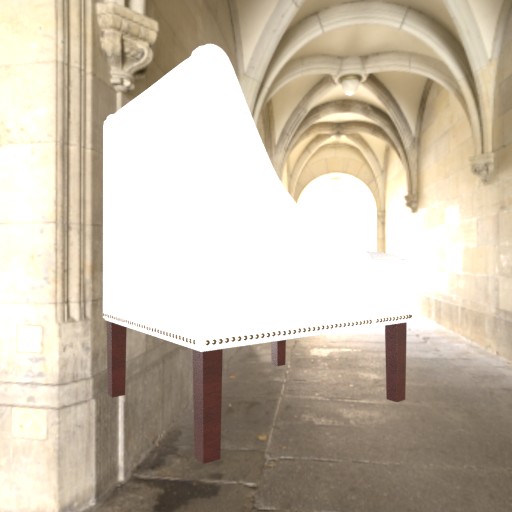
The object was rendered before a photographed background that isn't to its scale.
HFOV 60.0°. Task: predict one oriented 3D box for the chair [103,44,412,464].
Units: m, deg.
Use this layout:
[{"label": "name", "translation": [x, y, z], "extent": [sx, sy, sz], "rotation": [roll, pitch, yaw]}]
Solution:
[{"label": "chair", "translation": [0.000, 0.000, 1.360], "extent": [0.748, 0.872, 0.628], "rotation": [0, 0, -37]}]
